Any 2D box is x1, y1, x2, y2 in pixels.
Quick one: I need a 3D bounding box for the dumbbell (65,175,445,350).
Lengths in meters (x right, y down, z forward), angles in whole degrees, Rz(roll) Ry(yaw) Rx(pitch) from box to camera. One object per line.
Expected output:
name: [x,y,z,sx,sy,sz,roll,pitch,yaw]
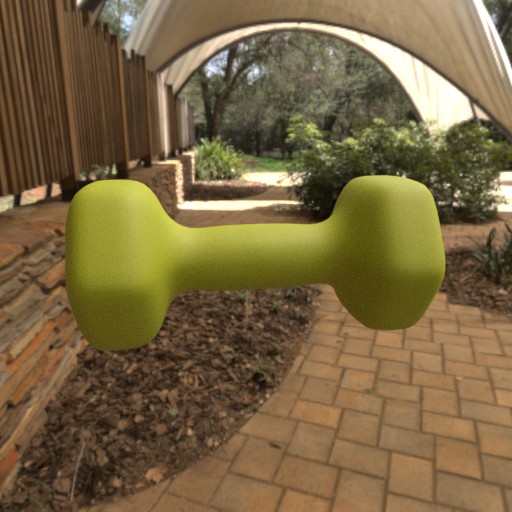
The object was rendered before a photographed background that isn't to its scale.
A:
dumbbell: [0.000,0.000,0.210,0.164,0.072,0.080,-2,16,-8]
